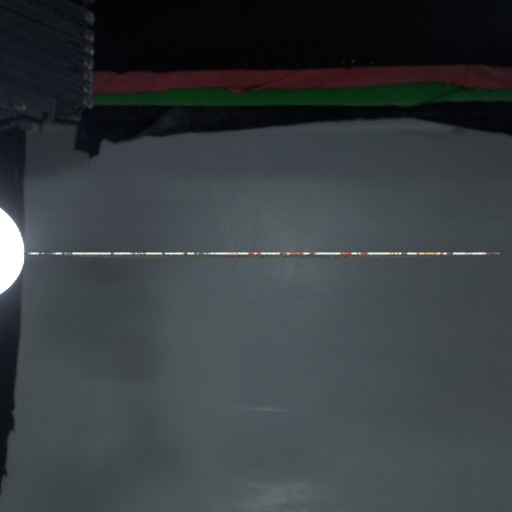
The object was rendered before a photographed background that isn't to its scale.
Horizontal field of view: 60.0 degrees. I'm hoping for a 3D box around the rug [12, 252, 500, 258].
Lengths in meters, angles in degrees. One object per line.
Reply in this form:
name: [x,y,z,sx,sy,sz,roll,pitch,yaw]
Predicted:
rug: [0.000,0.000,3.101,2.584,0.010,1.523,0,-1,0]
